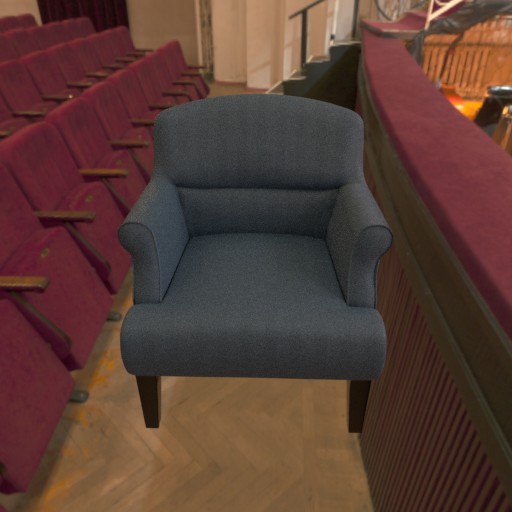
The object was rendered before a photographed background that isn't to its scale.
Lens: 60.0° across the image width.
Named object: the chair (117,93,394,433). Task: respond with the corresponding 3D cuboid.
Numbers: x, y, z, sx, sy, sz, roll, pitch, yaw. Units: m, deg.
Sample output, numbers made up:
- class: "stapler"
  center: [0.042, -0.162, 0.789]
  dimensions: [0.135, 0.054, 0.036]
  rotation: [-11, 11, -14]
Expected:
- class: "chair"
  center: [0.000, 0.000, 1.452]
  dimensions: [0.770, 0.878, 0.754]
  rotation: [1, 32, 1]
